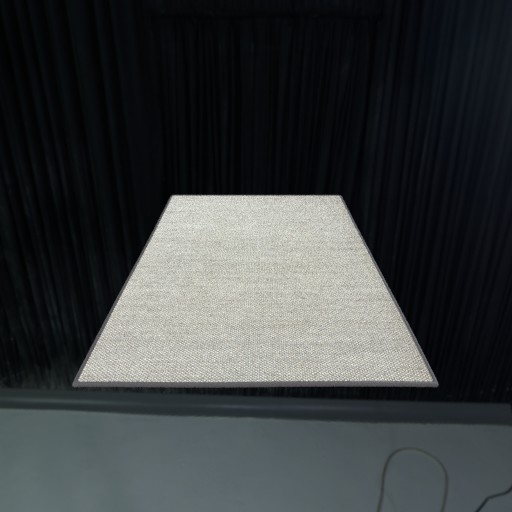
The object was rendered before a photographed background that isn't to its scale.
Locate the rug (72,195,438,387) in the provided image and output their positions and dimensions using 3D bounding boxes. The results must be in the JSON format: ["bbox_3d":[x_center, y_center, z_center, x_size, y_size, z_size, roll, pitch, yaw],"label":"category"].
[{"bbox_3d":[0.000,0.000,2.026,1.067,0.013,1.676,0,27,0],"label":"rug"}]
